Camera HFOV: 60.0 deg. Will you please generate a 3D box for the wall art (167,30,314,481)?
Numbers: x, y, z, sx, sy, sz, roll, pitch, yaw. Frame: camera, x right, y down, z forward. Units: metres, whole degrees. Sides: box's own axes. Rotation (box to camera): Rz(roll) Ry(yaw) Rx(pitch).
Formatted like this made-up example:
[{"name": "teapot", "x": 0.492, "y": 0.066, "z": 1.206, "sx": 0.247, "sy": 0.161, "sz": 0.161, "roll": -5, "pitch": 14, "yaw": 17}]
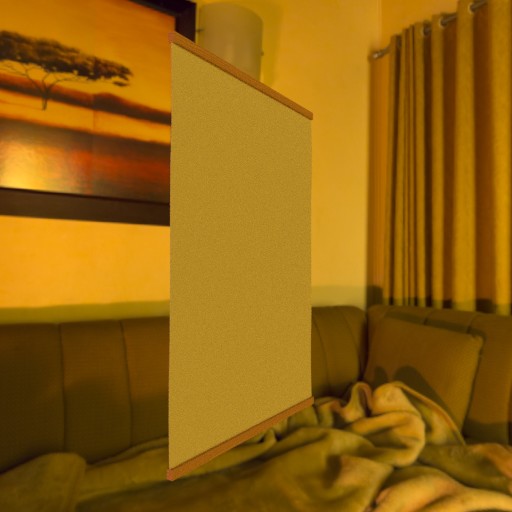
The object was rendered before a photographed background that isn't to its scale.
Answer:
[{"name": "wall art", "x": 0.000, "y": 0.000, "z": 1.917, "sx": 0.025, "sy": 1.521, "sz": 1.011, "roll": -1, "pitch": -1, "yaw": 35}]
